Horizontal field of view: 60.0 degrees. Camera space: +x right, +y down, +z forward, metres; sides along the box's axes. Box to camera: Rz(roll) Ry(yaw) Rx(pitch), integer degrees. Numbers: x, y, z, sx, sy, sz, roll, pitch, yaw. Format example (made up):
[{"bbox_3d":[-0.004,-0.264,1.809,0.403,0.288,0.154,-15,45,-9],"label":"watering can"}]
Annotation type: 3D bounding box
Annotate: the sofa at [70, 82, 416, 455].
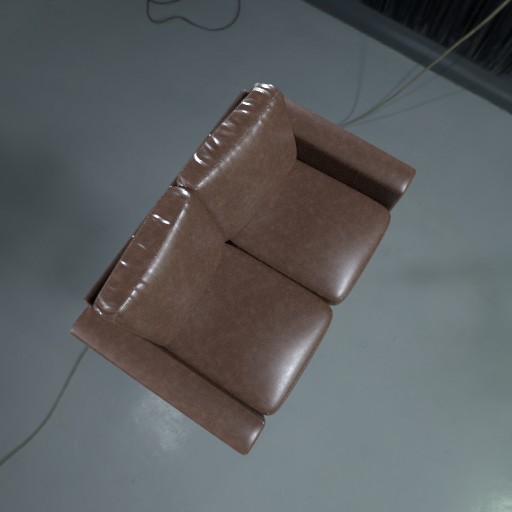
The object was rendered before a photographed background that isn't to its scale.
[{"bbox_3d":[0.000,0.000,2.261,1.016,0.873,1.616,32,77,9],"label":"sofa"}]
